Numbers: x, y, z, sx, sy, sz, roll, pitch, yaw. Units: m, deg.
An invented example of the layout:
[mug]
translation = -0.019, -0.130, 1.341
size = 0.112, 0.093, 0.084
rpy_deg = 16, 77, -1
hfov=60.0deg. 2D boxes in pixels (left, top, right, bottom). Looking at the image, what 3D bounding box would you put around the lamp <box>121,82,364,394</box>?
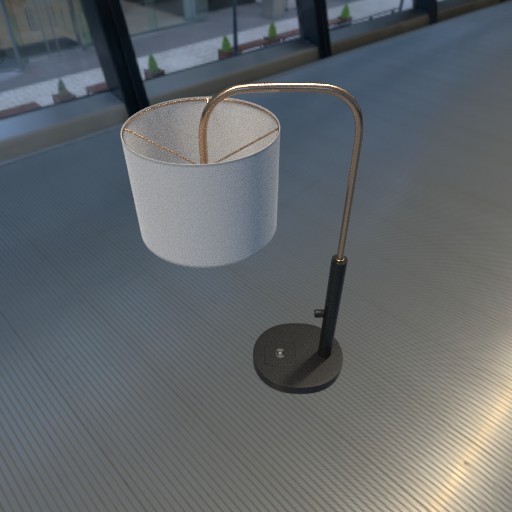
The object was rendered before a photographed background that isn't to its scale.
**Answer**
[lamp]
translation = 0.000, 0.000, 0.701
size = 0.337, 0.540, 0.199
rpy_deg = 0, 40, 0
